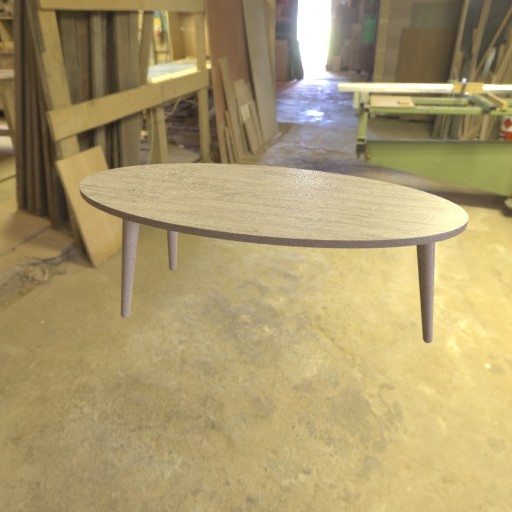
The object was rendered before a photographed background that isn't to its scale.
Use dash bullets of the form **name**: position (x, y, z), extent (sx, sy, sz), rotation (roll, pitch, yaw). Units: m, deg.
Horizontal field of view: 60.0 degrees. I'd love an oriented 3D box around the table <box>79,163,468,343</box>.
- **table**: position (0.000, 0.000, 1.313), extent (1.083, 0.390, 0.542), rotation (8, 28, 16)
